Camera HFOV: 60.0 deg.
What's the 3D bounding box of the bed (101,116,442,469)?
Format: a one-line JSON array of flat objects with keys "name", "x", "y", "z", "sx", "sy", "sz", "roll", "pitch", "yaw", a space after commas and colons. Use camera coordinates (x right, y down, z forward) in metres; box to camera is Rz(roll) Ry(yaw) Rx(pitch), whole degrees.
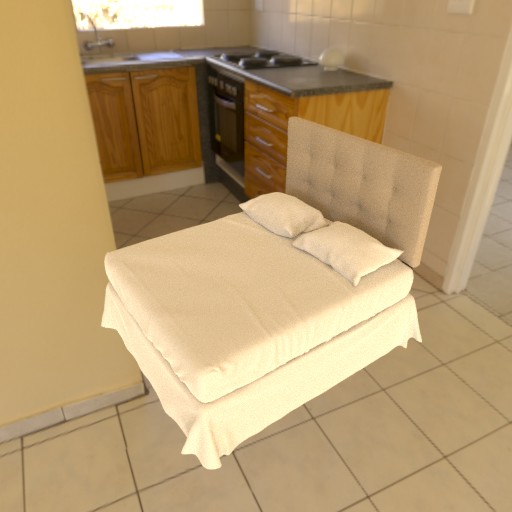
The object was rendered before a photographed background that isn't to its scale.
[{"name": "bed", "x": 0.000, "y": 0.000, "z": 3.545, "sx": 2.222, "sy": 1.577, "sz": 1.936, "roll": -20, "pitch": 37, "yaw": -29}]
